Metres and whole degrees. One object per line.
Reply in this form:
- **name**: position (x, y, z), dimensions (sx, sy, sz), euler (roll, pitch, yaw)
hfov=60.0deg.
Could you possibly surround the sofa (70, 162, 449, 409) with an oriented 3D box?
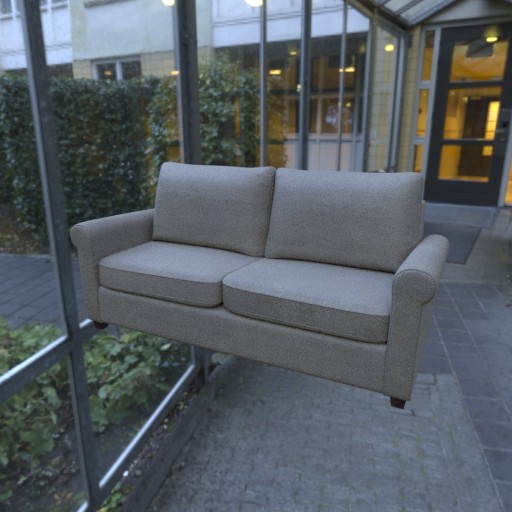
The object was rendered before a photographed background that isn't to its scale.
- **sofa**: position (0.000, 0.000, 2.465), dimensions (1.935, 0.942, 0.842), euler (8, 18, 26)
